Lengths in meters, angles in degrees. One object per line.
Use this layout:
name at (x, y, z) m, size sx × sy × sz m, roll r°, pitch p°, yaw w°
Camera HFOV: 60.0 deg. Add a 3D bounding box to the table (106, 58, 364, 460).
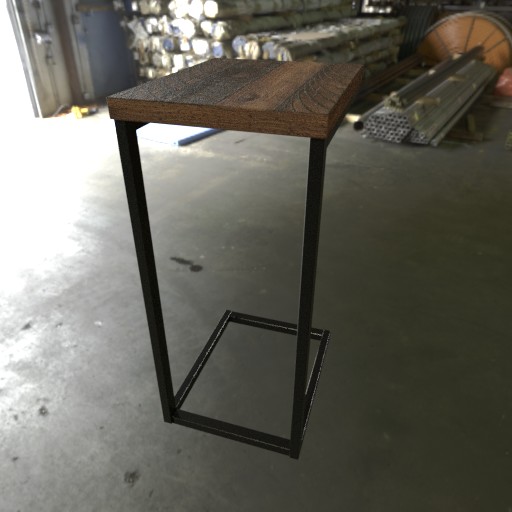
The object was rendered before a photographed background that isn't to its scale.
table at (0.000, 0.000, 0.950) m, size 0.323 × 0.718 × 0.414 m, roll 10°, pitch 33°, yaw 15°
